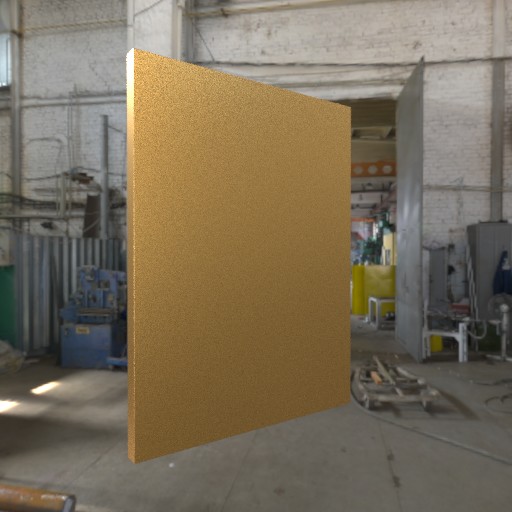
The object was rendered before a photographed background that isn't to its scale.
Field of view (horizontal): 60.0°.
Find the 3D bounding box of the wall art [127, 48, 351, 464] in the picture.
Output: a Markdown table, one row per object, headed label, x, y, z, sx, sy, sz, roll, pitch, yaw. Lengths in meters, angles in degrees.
| label | x | y | z | sx | sy | sz | roll | pitch | yaw |
| --- | --- | --- | --- | --- | --- | --- | --- | --- | --- |
| wall art | 0.000 | 0.000 | 1.056 | 0.610 | 0.812 | 0.038 | 0 | 1 | -35 |
